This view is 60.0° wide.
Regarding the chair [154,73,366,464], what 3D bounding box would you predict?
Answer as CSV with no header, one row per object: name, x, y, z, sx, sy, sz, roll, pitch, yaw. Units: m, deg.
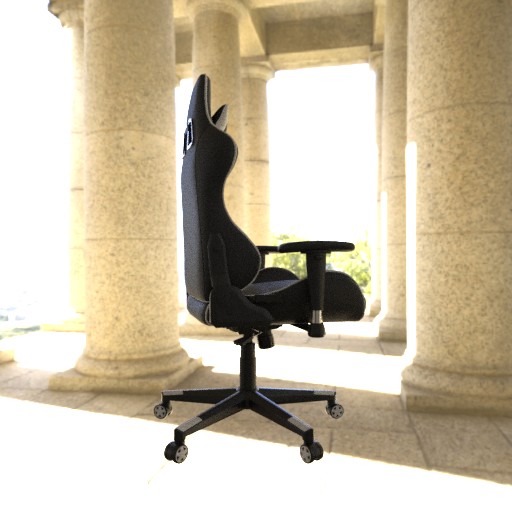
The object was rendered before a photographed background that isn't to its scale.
chair,0.000,0.000,1.617,0.700,1.240,0.700,0,0,-17
